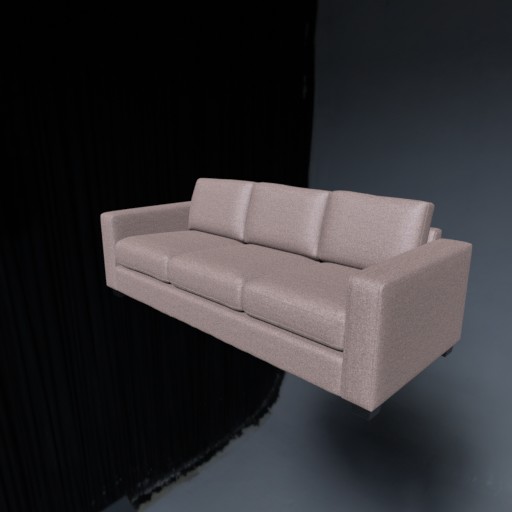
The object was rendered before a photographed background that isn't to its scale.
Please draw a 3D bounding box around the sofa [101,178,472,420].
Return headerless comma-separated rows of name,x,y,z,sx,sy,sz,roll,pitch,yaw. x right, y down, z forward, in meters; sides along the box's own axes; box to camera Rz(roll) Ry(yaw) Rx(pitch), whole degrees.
sofa,0.000,0.000,2.657,2.160,0.806,0.900,15,21,43
